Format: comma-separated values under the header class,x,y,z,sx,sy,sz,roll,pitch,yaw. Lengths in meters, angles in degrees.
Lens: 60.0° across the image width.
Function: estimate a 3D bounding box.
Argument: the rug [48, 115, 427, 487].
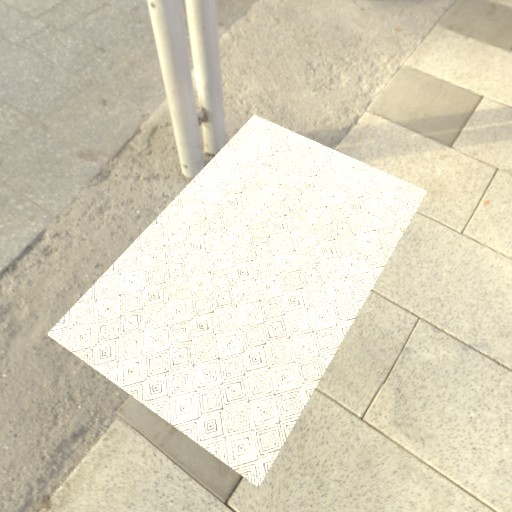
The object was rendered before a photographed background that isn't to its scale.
class,x,y,z,sx,sy,sz,roll,pitch,yaw
rug,0.000,0.000,2.299,1.175,0.008,1.783,29,63,17
